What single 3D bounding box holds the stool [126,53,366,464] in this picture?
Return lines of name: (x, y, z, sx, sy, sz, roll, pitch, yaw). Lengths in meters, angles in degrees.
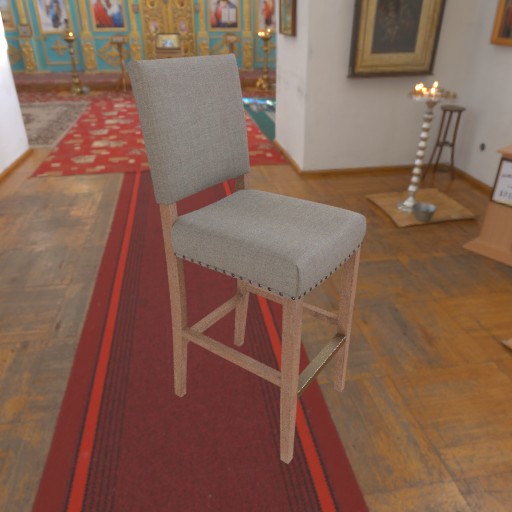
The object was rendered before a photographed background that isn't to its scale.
stool: (0.000, 0.000, 1.483, 0.585, 1.203, 0.445, 18, 32, 31)
